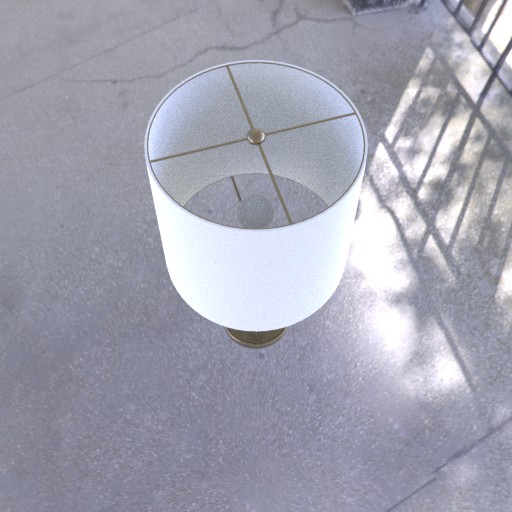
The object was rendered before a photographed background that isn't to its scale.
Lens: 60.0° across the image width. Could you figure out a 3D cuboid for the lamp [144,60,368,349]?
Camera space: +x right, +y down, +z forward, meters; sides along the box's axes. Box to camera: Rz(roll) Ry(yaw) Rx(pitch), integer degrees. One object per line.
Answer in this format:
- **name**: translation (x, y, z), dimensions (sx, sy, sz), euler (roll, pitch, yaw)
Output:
- **lamp**: translation (0.000, 0.000, 0.784), dimensions (0.303, 0.618, 0.303), euler (0, 63, 0)
